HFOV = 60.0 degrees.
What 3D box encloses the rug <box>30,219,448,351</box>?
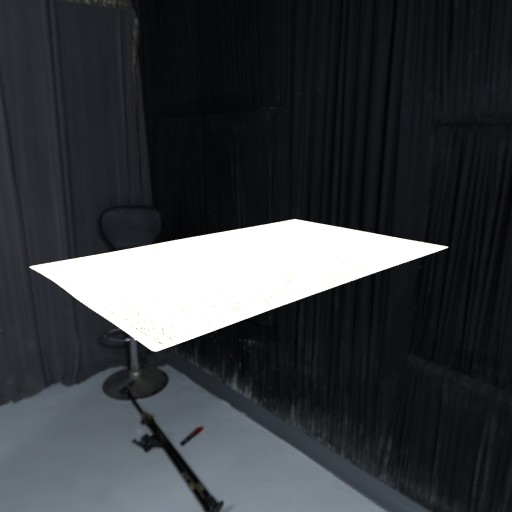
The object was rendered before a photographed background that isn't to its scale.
[{"bbox_3d":[0.000,0.000,3.000,2.435,0.012,1.529,-13,20,-41],"label":"rug"}]
